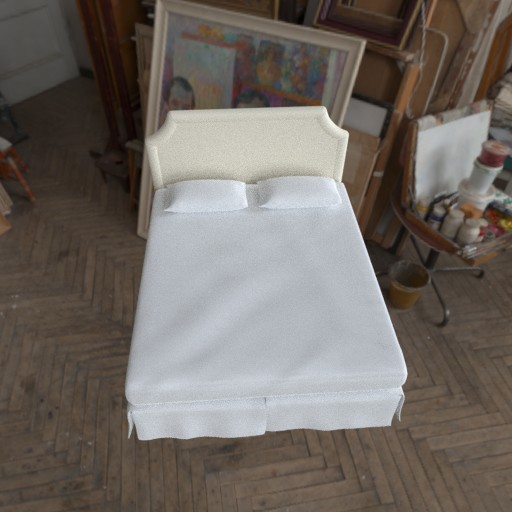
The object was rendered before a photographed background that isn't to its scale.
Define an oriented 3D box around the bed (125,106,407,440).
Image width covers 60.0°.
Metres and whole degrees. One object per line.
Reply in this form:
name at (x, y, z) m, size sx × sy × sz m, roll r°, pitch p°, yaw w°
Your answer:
bed at (0.000, 0.000, 4.188) m, size 2.350 × 1.590 × 2.773 m, roll -3°, pitch 45°, yaw -3°
